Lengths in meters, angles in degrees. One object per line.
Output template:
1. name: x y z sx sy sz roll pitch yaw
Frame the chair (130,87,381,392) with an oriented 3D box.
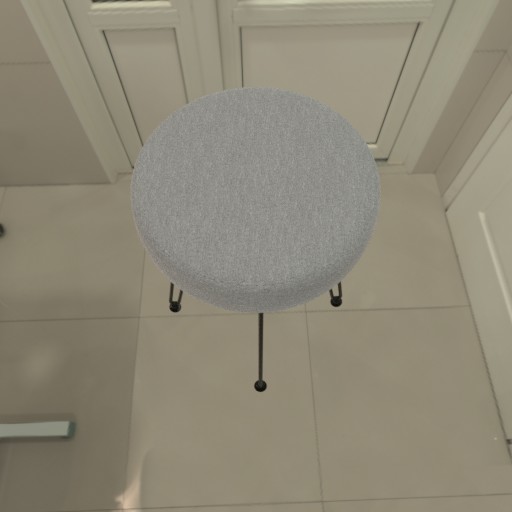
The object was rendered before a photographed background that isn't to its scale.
1. chair: 0.000 0.000 0.705 0.350 0.440 0.350 -2 64 -1
